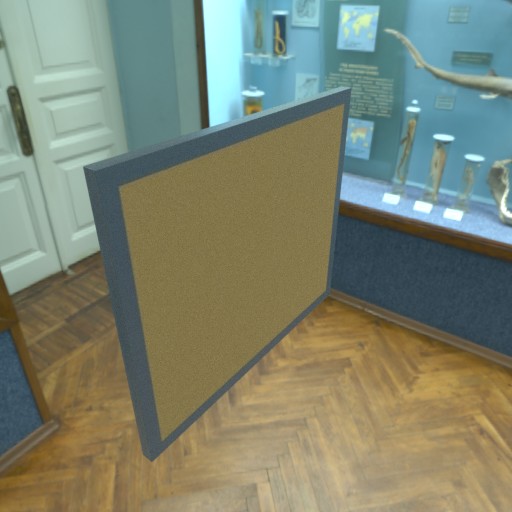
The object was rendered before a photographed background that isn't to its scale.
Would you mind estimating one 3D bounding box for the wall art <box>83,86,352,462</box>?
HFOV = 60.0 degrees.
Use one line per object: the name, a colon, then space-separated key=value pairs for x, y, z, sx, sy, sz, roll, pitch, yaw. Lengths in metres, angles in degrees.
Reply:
wall art: x=0.000 y=0.000 z=0.899 sx=0.026 sy=0.558 sz=0.660 roll=21 pitch=37 yaw=31
